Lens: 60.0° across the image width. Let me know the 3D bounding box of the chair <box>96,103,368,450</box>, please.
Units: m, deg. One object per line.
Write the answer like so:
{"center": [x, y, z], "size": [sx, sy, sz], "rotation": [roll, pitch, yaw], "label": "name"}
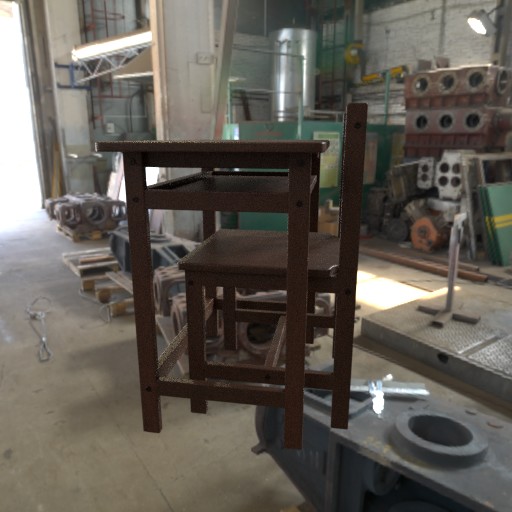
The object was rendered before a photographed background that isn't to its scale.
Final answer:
{"center": [0.000, 0.000, 1.071], "size": [0.463, 0.673, 0.599], "rotation": [3, 15, 10], "label": "chair"}
